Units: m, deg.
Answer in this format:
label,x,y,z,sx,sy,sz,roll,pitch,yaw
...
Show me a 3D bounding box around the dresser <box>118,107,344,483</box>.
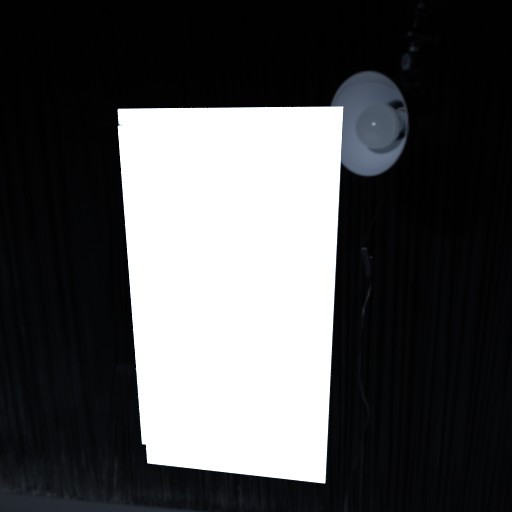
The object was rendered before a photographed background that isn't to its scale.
label,x,y,z,sx,sy,sz,roll,pitch,yaw
dresser,0.000,0.000,1.249,0.420,0.740,0.830,2,15,9
